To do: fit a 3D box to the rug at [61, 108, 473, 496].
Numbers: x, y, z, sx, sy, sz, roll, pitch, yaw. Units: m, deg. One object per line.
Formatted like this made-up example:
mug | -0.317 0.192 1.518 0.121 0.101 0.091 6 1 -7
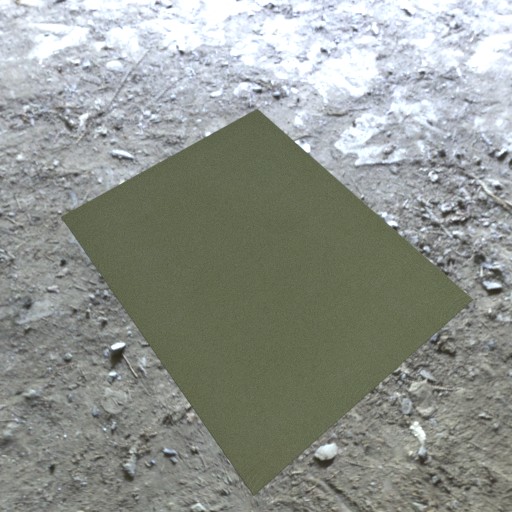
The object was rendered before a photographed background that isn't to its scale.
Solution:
rug | 0.000 0.000 3.474 2.073 0.011 2.584 -34 65 -18
